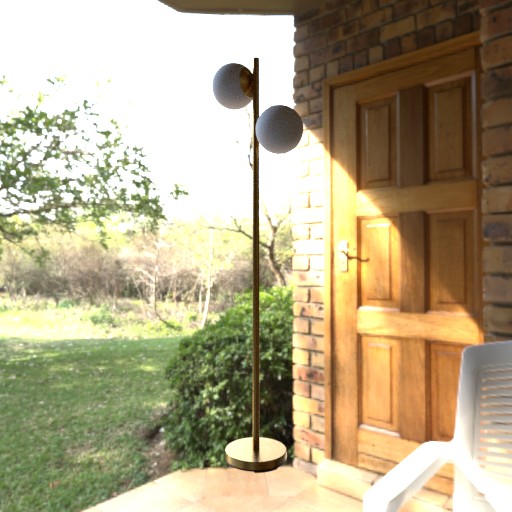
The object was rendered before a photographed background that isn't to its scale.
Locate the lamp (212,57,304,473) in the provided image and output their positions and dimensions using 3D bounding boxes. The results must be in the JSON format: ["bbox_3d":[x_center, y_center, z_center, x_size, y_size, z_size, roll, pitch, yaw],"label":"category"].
[{"bbox_3d":[0.000,0.000,1.812,0.419,1.641,0.249,-1,-2,35],"label":"lamp"}]
